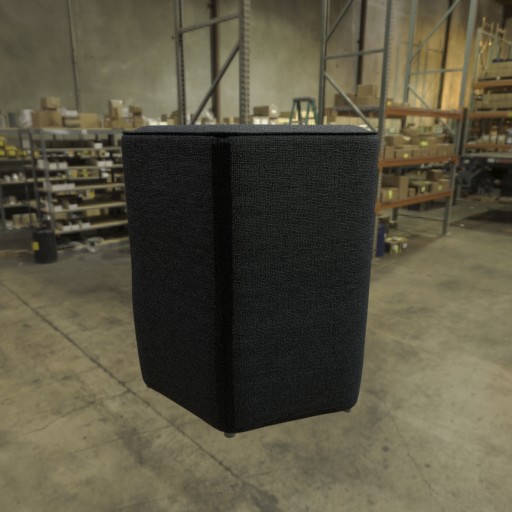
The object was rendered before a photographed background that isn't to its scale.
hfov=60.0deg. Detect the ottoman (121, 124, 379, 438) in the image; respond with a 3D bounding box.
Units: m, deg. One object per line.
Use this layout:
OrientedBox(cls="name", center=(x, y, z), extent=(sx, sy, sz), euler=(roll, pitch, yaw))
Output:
OrientedBox(cls="ottoman", center=(0.000, 0.000, 0.895), extent=(0.454, 0.505, 0.492), euler=(-15, 21, -42))
